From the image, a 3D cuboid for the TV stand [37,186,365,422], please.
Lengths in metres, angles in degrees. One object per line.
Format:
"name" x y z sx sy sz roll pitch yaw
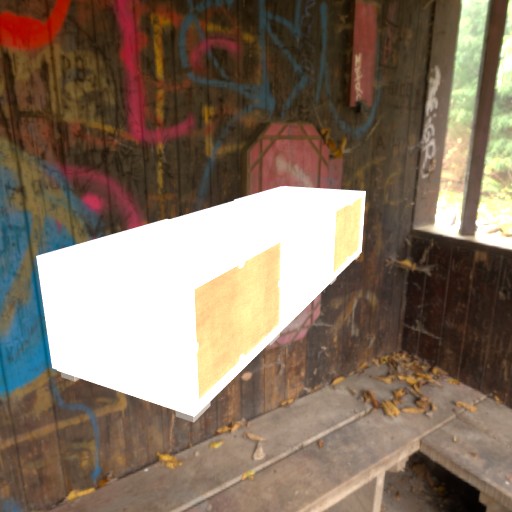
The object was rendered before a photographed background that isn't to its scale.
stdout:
"TV stand" 0.000 0.000 1.563 0.420 0.310 1.400 8 18 26
